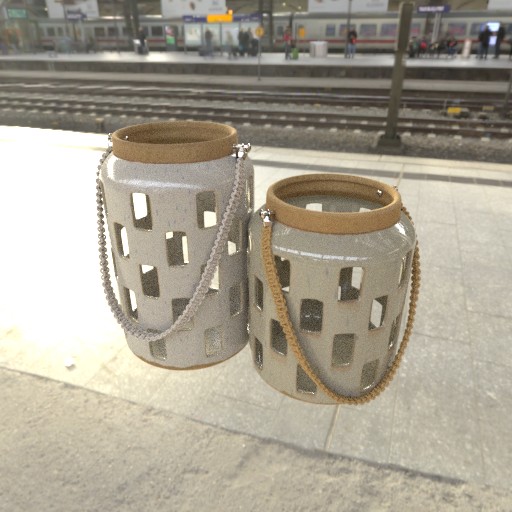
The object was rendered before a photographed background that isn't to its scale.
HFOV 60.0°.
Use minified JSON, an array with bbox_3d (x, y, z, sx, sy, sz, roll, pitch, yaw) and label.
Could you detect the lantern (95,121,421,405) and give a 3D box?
[{"bbox_3d":[0.000,0.000,0.486,0.347,0.255,0.184,8,27,16],"label":"lantern"}]
